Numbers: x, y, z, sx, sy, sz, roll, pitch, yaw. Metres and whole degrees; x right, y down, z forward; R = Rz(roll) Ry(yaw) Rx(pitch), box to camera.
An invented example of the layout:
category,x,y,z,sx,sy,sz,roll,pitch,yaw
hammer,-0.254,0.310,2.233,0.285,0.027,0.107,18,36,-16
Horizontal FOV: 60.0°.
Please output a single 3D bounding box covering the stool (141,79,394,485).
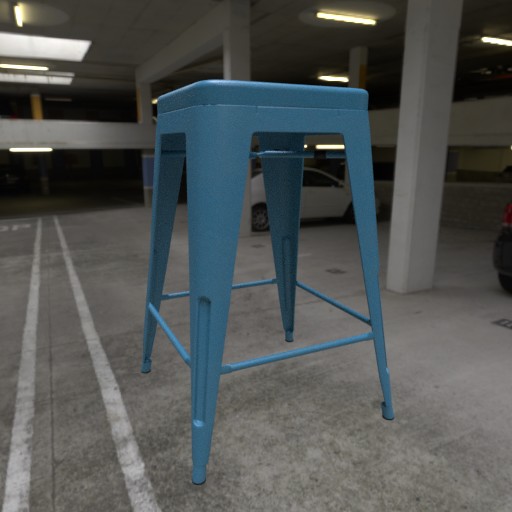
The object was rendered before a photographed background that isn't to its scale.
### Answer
category,x,y,z,sx,sy,sz,roll,pitch,yaw
stool,0.000,0.000,0.879,0.410,0.608,0.410,-7,16,-25
